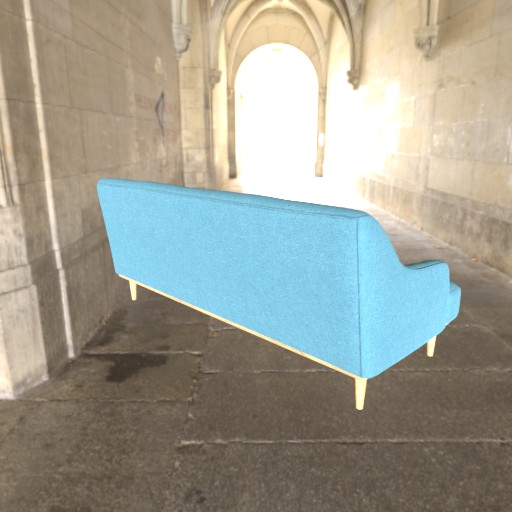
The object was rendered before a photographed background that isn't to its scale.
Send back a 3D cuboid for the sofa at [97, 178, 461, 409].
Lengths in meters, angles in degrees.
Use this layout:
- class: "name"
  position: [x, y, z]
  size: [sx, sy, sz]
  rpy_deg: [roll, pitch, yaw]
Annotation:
- class: "sofa"
  position: [0.000, 0.000, 2.619]
  size: [0.978, 0.871, 2.057]
  rpy_deg: [-14, 20, -43]
